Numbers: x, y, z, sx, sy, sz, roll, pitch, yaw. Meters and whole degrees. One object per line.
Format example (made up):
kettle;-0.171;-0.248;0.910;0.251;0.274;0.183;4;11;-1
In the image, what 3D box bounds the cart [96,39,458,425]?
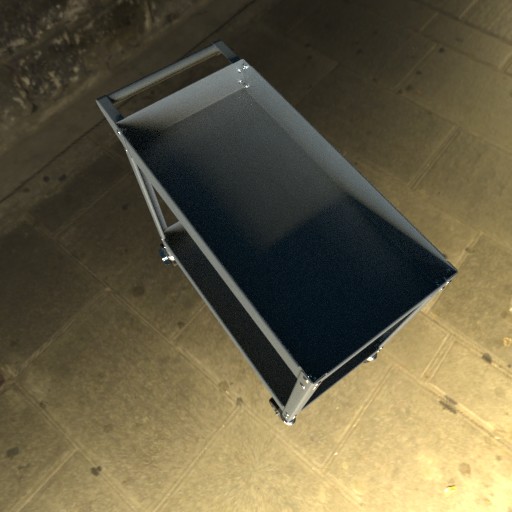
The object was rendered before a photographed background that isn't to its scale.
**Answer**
cart;0.000;0.000;1.200;0.366;0.719;0.779;-33;69;-15
